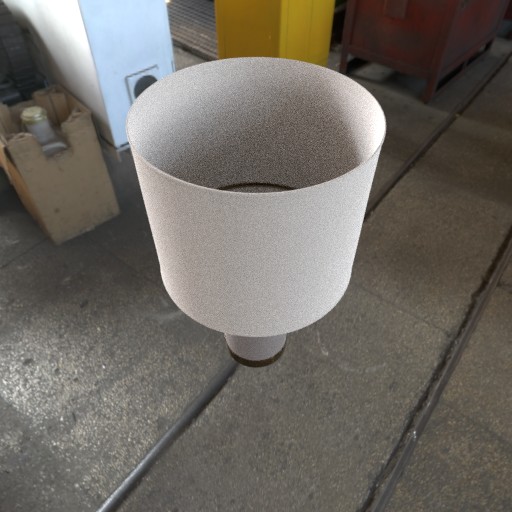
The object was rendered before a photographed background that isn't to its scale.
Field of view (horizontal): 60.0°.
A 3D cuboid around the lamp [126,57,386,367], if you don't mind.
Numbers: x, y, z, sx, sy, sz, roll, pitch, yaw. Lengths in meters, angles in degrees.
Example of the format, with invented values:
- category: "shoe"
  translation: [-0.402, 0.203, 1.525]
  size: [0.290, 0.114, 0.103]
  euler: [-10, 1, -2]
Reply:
- category: "lamp"
  translation: [0.000, 0.000, 0.536]
  size: [0.229, 0.380, 0.229]
  euler: [0, 47, 0]
